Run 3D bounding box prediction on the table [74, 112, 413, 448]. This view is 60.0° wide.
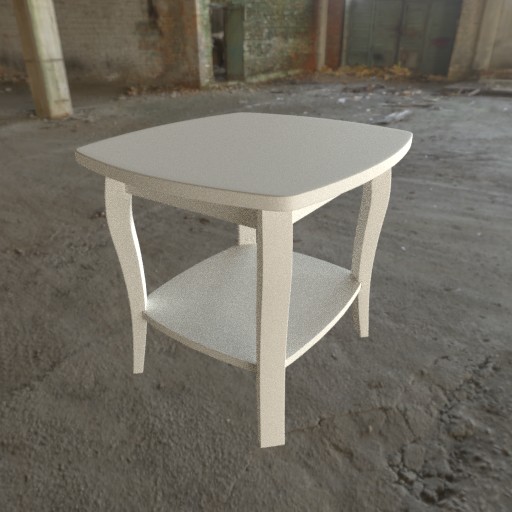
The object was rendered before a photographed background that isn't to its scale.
[{"bbox_3d":[0.000,0.000,0.843,0.451,0.438,0.502,18,32,31],"label":"table"}]
